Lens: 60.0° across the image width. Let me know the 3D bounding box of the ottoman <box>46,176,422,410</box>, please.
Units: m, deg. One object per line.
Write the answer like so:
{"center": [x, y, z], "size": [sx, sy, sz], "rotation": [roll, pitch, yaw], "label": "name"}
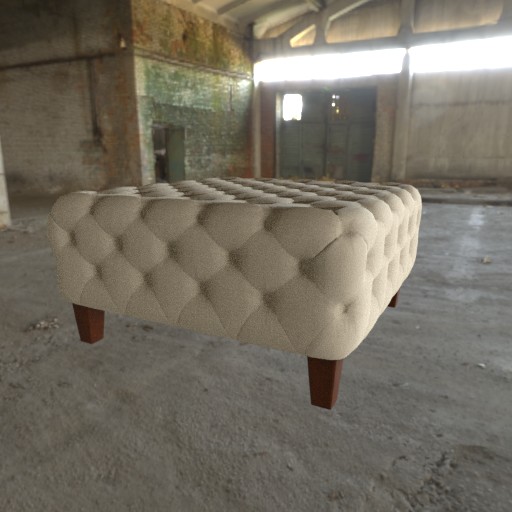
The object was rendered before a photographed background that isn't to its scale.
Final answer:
{"center": [0.000, 0.000, 1.207], "size": [0.753, 0.376, 0.755], "rotation": [7, 15, 27], "label": "ottoman"}
